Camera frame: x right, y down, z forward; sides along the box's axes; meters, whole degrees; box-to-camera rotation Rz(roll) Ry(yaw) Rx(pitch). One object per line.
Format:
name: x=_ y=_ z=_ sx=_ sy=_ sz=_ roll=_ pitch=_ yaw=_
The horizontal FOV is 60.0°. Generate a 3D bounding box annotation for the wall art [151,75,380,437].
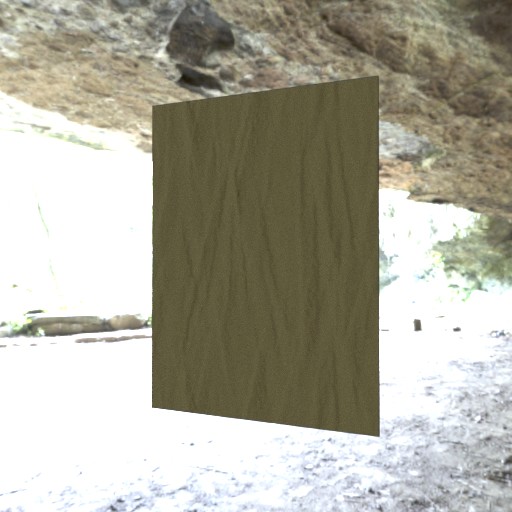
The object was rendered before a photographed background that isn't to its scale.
wall art: x=0.000 y=0.000 z=1.510 sx=0.810 sy=1.116 sz=0.016 roll=0 pitch=-1 yaw=19
